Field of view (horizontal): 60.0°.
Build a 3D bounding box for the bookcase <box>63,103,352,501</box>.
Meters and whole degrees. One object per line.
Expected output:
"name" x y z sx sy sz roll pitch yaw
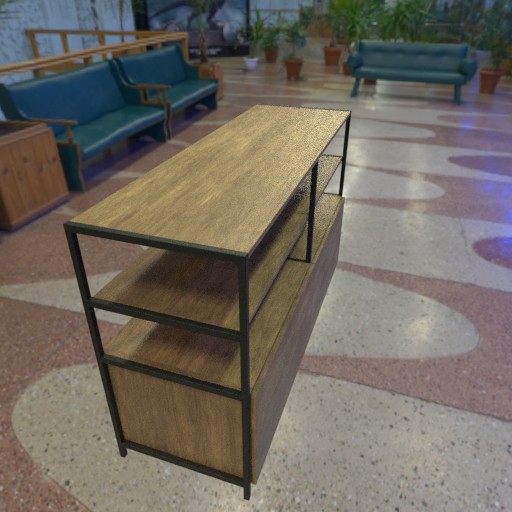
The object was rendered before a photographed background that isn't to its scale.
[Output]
"bookcase" 0.000 0.000 1.446 0.391 0.712 1.149 10 32 17
